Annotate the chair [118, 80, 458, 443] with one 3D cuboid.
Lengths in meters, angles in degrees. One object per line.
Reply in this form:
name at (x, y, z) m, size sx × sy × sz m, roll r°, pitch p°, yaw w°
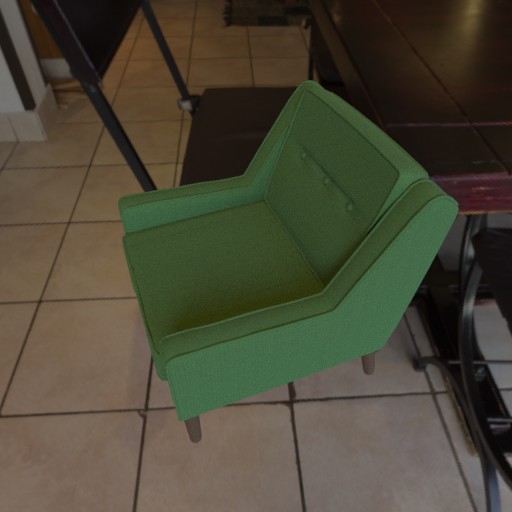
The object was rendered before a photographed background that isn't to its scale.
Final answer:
chair at (0.000, 0.000, 1.347) m, size 0.743 × 0.792 × 0.663 m, roll -16°, pitch 47°, yaw -15°
